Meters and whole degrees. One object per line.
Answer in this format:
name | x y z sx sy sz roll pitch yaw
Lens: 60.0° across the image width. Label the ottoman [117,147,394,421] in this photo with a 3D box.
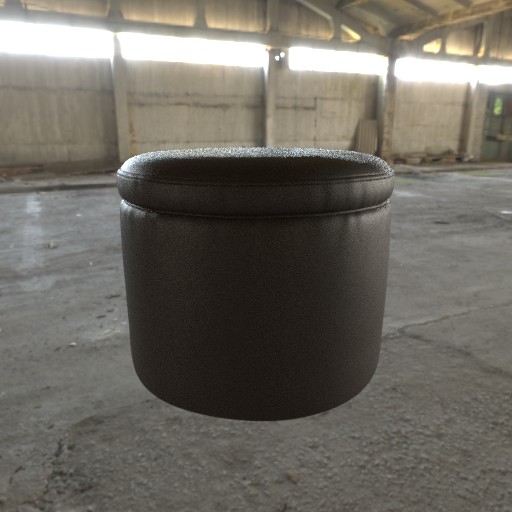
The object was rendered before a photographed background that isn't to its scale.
ottoman | 0.000 0.000 0.870 0.500 0.409 0.500 0 15 0
